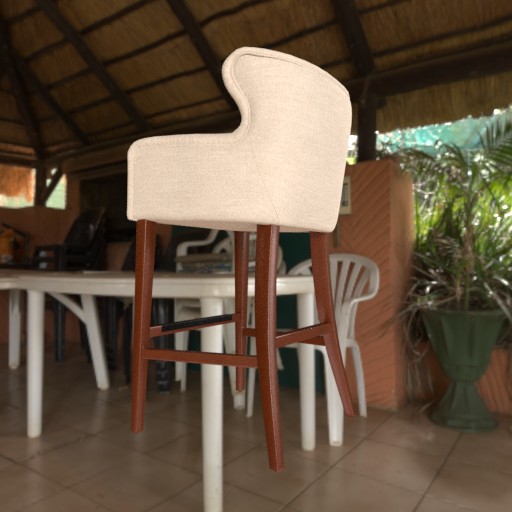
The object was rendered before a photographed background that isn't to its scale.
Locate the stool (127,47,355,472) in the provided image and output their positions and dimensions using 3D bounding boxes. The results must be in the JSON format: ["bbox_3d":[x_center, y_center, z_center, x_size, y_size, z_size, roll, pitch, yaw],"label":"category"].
[{"bbox_3d":[0.000,0.000,1.373,0.563,1.034,0.556,-1,-1,34],"label":"stool"}]
